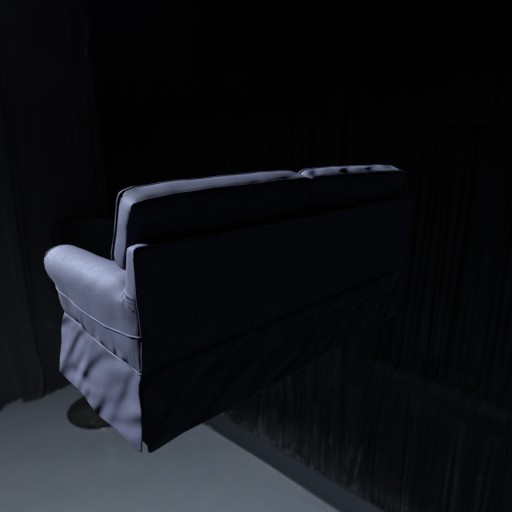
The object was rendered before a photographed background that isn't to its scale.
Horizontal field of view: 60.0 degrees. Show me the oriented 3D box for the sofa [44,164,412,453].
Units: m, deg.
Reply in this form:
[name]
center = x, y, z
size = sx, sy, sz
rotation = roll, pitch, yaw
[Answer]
[sofa]
center = 0.000, 0.000, 2.755
size = 0.983, 1.094, 2.256
rotation = 14, 20, 43
